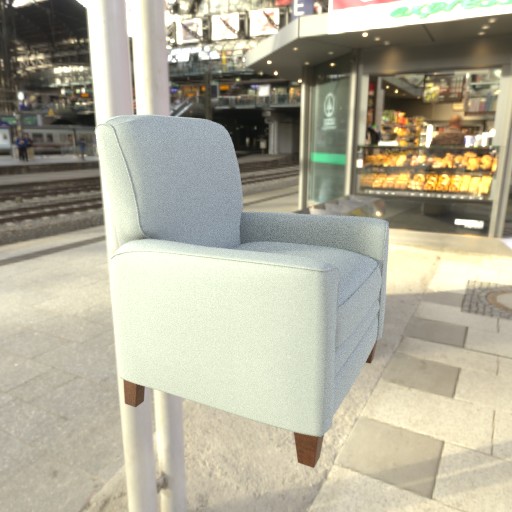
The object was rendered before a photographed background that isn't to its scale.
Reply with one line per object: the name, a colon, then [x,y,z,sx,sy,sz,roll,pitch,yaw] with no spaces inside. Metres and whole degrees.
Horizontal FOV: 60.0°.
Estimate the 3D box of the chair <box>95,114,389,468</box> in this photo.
chair: [0.000,0.000,1.648,0.846,1.007,0.853,7,16,26]
